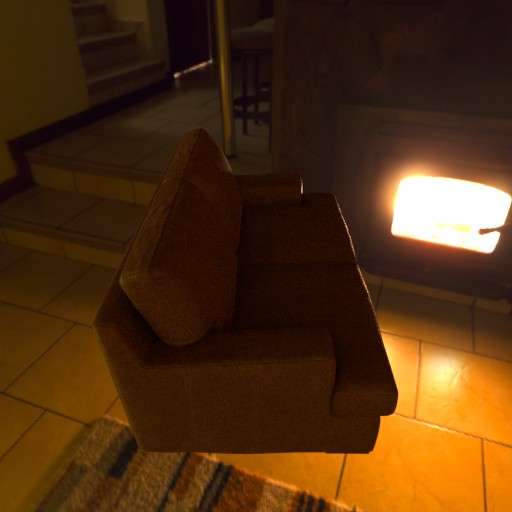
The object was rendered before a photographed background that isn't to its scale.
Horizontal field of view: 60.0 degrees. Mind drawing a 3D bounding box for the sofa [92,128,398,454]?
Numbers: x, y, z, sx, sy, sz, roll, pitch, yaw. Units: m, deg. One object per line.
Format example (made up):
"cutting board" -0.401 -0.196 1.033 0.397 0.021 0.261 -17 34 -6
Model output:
"sofa" 0.000 0.000 2.435 1.143 0.939 1.880 0 33 0
